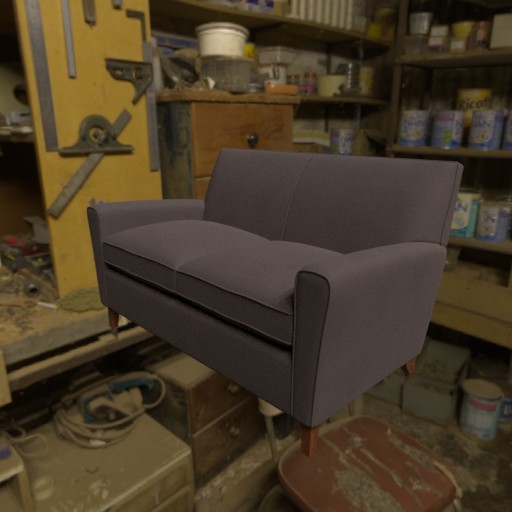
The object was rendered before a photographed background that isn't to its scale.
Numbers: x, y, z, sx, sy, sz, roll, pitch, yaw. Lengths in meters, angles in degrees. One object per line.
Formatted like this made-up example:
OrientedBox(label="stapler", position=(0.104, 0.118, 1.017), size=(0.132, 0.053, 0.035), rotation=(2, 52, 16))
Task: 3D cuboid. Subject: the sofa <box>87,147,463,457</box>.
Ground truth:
OrientedBox(label="sofa", position=(0.000, 0.000, 1.946), size=(0.871, 0.846, 1.420), rotation=(-16, 23, -42))
